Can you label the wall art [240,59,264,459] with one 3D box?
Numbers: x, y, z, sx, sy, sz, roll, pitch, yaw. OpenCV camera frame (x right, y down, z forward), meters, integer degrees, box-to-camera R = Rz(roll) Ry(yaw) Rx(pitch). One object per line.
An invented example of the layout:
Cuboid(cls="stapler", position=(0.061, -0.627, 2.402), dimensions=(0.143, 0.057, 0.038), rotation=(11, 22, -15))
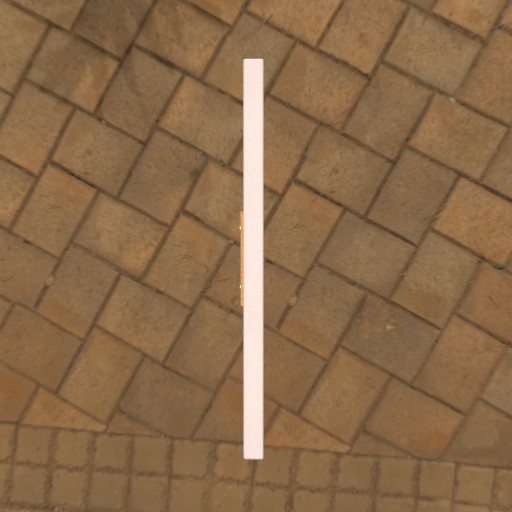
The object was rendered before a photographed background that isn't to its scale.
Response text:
Cuboid(cls="wall art", position=(0.000, 0.000, 1.344), dimensions=(0.045, 1.014, 0.759), rotation=(0, 91, 1))
